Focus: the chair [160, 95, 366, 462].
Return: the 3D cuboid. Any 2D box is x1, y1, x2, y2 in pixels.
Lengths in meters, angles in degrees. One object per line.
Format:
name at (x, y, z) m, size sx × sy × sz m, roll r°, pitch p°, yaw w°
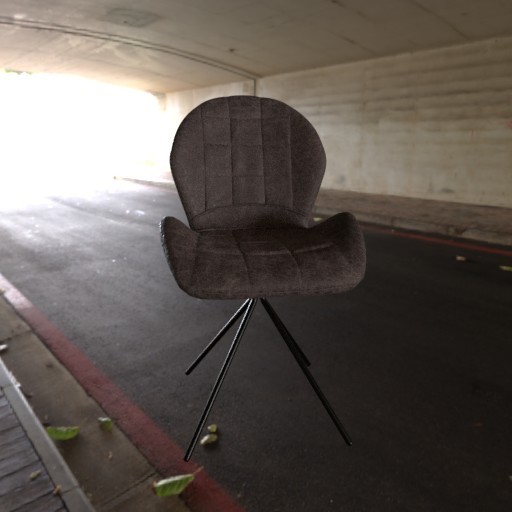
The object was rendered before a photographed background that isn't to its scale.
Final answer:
chair at (0.000, 0.000, 1.291) m, size 0.527 × 0.934 × 0.640 m, roll -2°, pitch 15°, yaw -8°
